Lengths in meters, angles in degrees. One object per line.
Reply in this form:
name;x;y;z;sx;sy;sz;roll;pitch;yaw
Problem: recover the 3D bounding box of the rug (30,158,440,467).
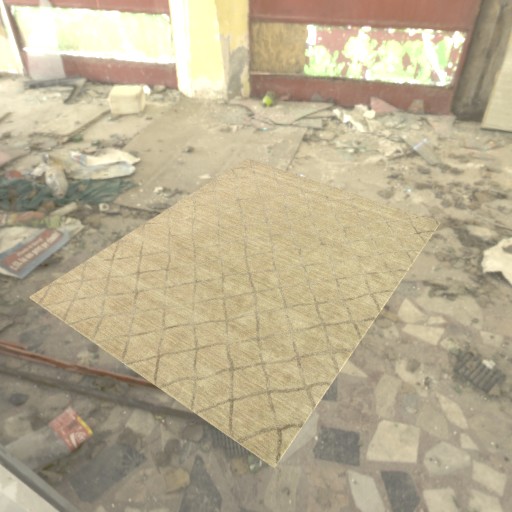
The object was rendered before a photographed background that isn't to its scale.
rug;0.000;0.000;4.066;2.420;0.019;3.038;24;45;27
